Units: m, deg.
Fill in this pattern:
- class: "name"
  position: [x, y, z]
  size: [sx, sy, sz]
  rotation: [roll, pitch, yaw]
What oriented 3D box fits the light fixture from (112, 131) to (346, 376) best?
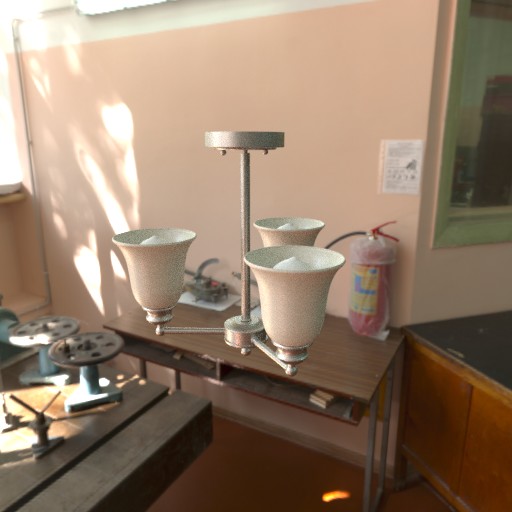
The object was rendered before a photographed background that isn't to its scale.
- class: "light fixture"
  position: [0.000, 0.000, 0.686]
  size: [0.388, 0.370, 0.354]
  rotation: [-7, 16, -26]
